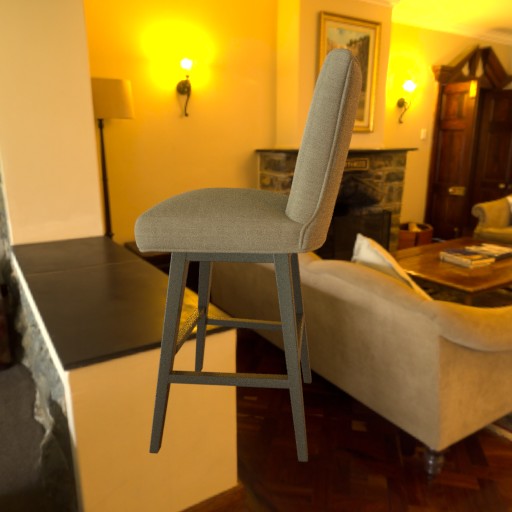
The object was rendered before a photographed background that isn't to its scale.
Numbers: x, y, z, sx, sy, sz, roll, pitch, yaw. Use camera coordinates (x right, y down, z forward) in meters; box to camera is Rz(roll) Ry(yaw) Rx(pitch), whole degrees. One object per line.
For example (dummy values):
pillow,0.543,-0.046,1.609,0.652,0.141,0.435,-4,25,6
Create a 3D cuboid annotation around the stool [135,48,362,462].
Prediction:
stool,0.000,0.000,1.371,0.574,1.086,0.514,2,14,8
